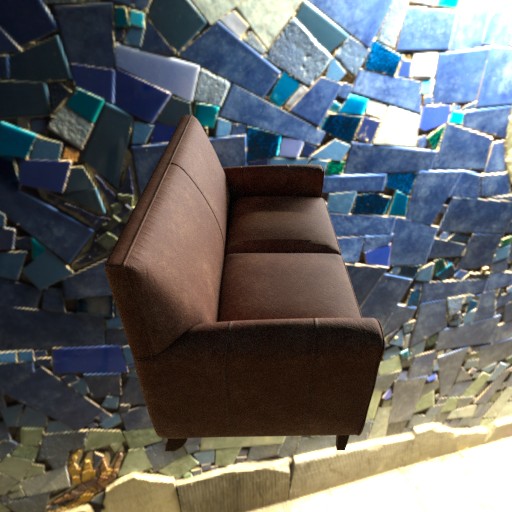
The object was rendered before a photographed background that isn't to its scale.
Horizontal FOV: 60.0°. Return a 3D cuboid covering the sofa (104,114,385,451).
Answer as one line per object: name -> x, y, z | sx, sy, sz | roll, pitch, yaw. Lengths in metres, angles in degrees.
sofa -> 0.000, 0.000, 1.973 | 0.787, 0.871, 1.473 | 0, 32, 0
